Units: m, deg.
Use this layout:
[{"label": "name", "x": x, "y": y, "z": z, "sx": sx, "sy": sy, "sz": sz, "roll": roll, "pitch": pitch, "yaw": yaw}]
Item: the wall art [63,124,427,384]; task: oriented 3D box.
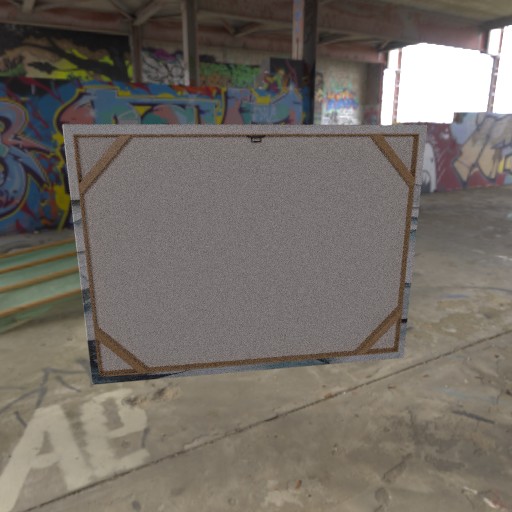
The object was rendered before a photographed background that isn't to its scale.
[{"label": "wall art", "x": 0.000, "y": 0.000, "z": 1.609, "sx": 1.219, "sy": 0.915, "sz": 0.039, "roll": -3, "pitch": 16, "yaw": -9}]
